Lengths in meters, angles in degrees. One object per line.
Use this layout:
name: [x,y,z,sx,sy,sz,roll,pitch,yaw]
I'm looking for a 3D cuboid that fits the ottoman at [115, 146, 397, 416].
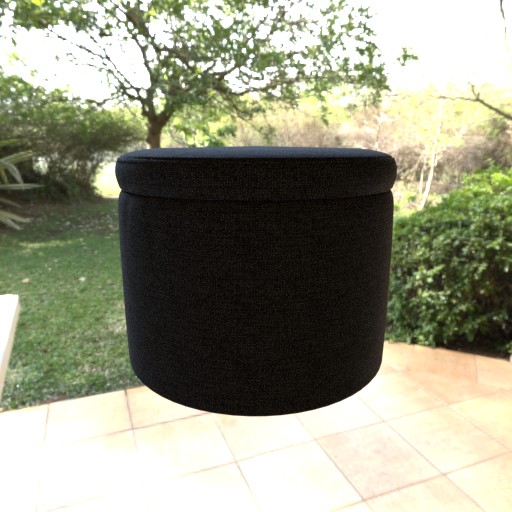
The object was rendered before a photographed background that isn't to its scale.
ottoman: [0.000,0.000,0.893,0.520,0.430,0.520,0,14,0]
